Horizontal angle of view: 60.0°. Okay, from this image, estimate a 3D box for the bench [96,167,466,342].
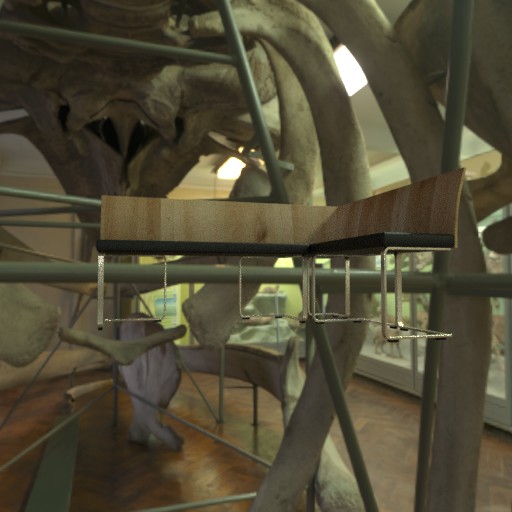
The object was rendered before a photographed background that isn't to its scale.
[{"bbox_3d":[0.000,0.000,2.830,1.945,0.930,1.495,1,-2,-17],"label":"bench"}]
